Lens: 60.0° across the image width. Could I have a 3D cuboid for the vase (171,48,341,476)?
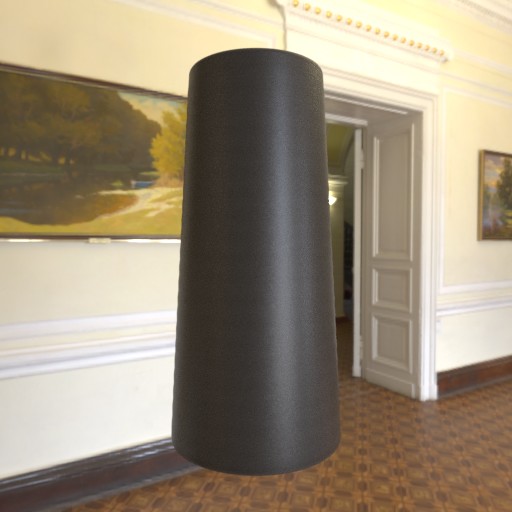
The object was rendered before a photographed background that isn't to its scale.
[{"bbox_3d":[0.000,0.000,0.358,0.136,0.289,0.136,-1,2,-18],"label":"vase"}]
